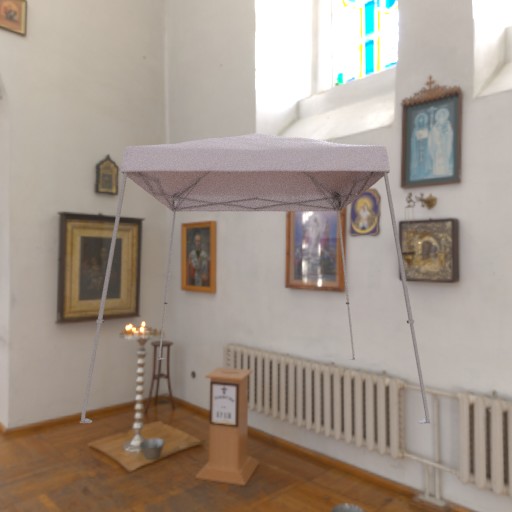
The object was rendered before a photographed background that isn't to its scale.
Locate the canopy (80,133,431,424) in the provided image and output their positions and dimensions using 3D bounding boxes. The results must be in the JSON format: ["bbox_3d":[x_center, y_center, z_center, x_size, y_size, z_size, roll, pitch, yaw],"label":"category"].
[{"bbox_3d":[0.000,0.000,5.083,2.849,2.850,2.850,0,-3,0],"label":"canopy"}]
